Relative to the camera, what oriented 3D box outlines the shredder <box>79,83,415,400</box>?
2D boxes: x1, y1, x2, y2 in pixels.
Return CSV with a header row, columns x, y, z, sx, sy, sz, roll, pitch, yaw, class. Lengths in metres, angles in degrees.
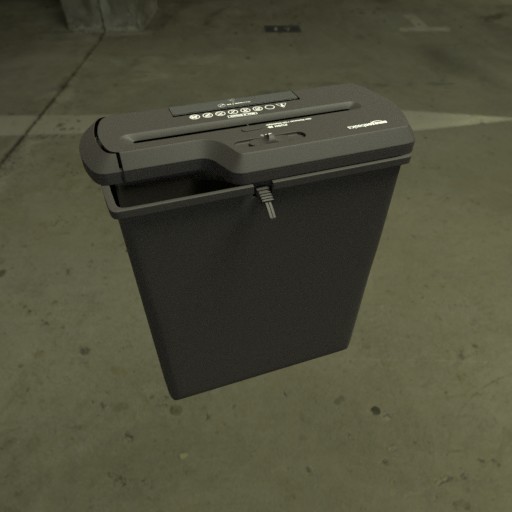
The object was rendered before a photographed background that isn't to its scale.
x,y,z,sx,sy,sz,roll,pitch,yaw,class
0.000,0.000,0.521,0.320,0.335,0.170,-13,43,-14,shredder
